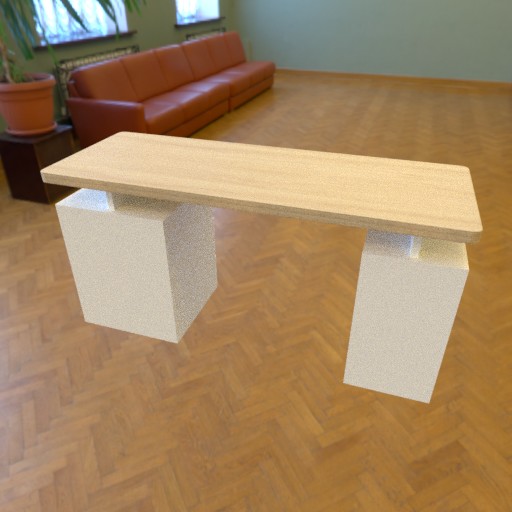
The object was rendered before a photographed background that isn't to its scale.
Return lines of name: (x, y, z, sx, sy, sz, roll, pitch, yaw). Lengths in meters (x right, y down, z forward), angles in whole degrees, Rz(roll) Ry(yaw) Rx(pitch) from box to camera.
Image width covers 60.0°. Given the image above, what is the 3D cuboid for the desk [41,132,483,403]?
desk: (0.000, 0.000, 1.837, 1.500, 0.755, 0.550, 10, 33, 15)
